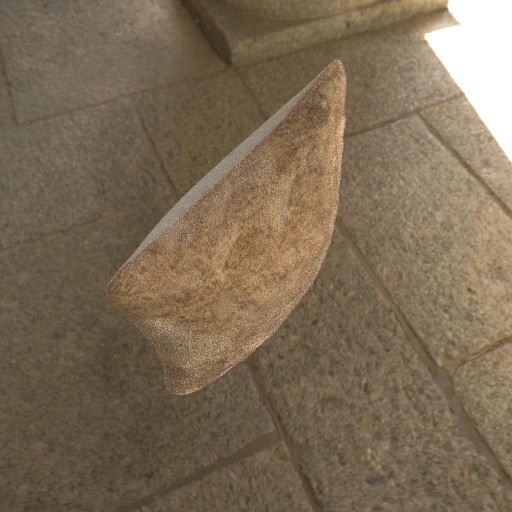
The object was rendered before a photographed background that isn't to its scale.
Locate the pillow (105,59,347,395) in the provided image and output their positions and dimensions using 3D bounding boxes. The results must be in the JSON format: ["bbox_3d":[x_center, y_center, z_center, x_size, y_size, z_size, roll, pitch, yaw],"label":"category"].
[{"bbox_3d":[0.000,0.000,0.833,0.216,0.525,0.538,33,64,18],"label":"pillow"}]
